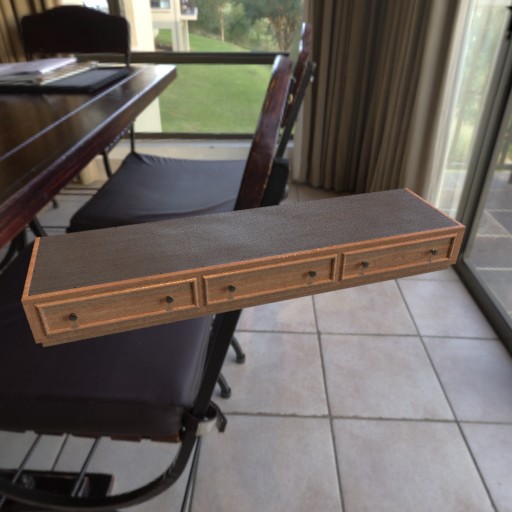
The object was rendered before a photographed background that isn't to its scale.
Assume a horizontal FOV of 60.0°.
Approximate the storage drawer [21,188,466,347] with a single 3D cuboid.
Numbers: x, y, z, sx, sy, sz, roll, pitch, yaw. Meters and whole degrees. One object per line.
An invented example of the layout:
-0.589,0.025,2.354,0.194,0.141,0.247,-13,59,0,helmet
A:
0.000,0.000,2.221,2.032,0.264,0.538,-9,33,-15,storage drawer
